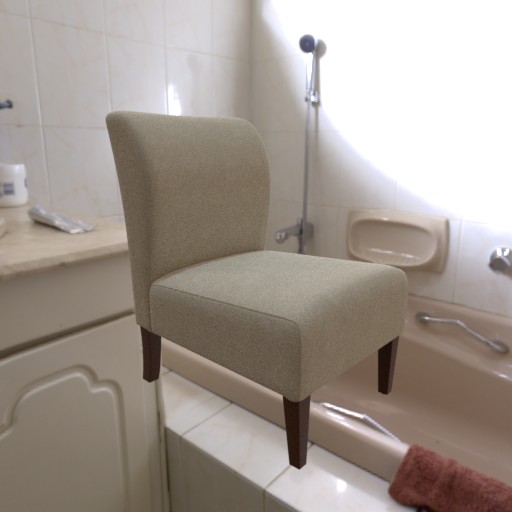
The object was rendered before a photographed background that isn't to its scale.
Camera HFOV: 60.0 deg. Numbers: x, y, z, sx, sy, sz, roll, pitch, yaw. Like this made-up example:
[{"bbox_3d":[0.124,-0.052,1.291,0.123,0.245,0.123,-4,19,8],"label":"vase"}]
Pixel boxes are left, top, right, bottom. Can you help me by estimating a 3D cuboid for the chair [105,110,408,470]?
[{"bbox_3d":[0.000,0.000,1.318,0.754,0.833,0.521,13,19,42],"label":"chair"}]
